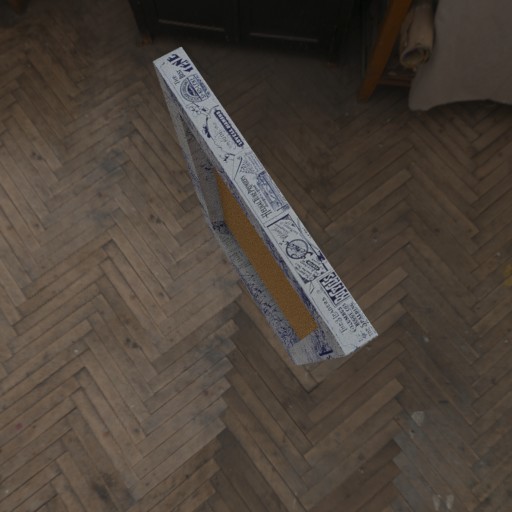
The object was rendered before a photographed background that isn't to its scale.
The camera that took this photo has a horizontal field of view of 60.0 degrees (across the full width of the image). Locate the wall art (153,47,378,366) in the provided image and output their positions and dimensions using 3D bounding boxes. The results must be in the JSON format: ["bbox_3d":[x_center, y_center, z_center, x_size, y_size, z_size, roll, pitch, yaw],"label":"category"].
[{"bbox_3d":[0.000,0.000,0.489,0.025,0.376,0.255,-31,77,-8],"label":"wall art"}]
